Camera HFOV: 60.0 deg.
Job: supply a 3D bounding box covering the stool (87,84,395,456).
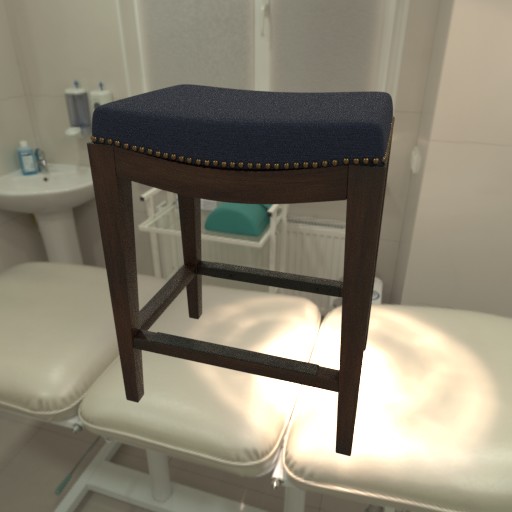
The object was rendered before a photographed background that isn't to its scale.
[{"bbox_3d":[0.000,0.000,0.940,0.500,0.642,0.361,8,29,15],"label":"stool"}]
